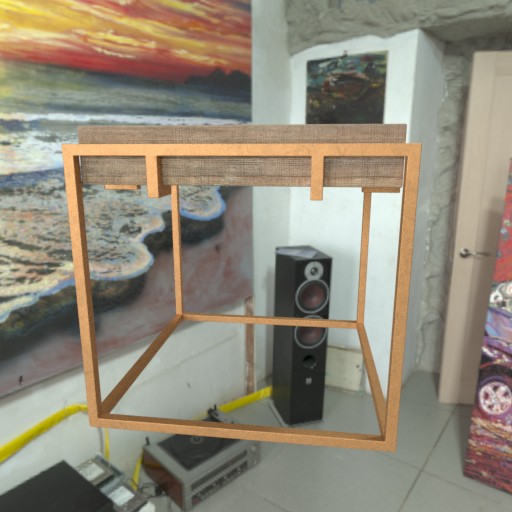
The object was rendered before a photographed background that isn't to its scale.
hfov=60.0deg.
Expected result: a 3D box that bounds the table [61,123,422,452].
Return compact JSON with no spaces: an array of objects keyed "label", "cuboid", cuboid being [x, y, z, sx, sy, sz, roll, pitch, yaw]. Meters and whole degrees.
[{"label":"table","cuboid":[0.000,0.000,1.077,0.599,0.584,0.599,2,14,7]}]
